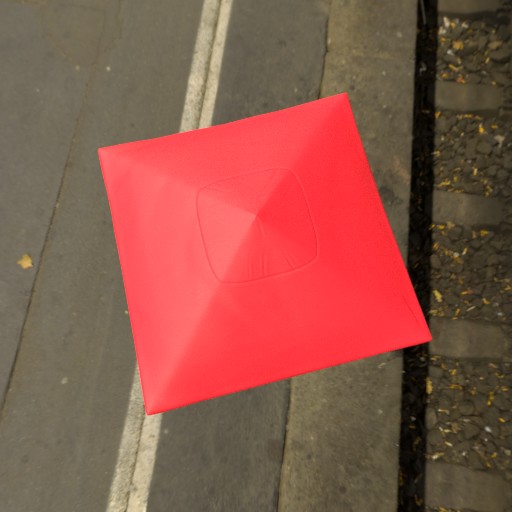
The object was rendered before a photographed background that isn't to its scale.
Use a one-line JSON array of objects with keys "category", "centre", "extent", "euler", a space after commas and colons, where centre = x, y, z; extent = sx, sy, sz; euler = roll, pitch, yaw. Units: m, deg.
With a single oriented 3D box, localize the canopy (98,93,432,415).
[{"category": "canopy", "centre": [0.000, 0.000, 5.512], "extent": [2.996, 2.997, 2.998], "euler": [-14, 76, -3]}]
